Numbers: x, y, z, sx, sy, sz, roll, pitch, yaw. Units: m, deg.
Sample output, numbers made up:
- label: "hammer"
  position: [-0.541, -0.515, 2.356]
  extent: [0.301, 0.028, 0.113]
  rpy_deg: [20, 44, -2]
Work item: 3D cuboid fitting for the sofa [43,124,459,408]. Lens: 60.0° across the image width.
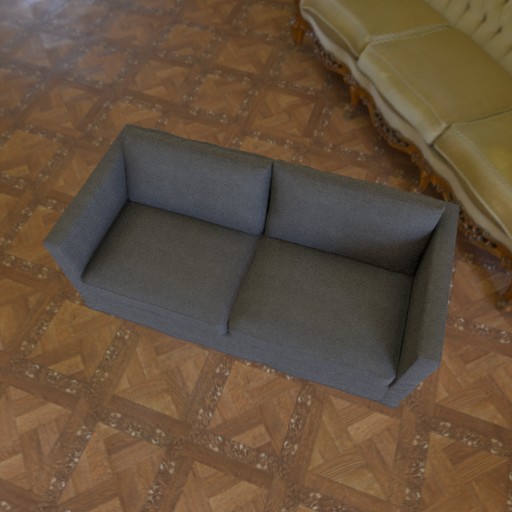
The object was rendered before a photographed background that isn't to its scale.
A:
- label: "sofa"
  position: [0.000, 0.000, 2.497]
  extent: [1.982, 0.855, 0.953]
  rpy_deg: [16, 60, 10]
